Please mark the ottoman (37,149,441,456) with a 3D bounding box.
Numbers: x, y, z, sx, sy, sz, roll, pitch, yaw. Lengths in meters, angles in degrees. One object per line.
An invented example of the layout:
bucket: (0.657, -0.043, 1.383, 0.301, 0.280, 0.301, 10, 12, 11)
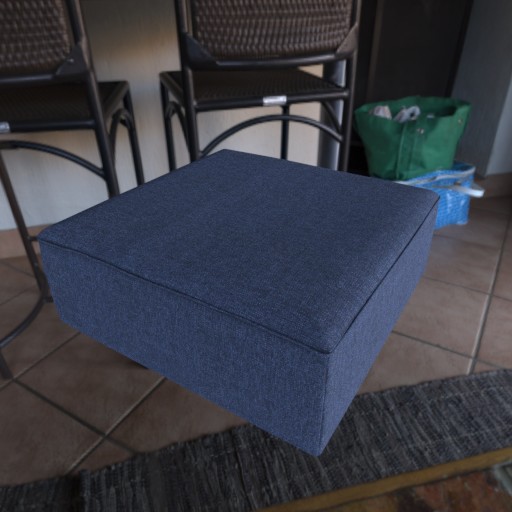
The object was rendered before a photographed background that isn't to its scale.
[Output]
ottoman: (0.000, 0.000, 1.591, 1.017, 0.423, 1.023, 18, 36, 28)
